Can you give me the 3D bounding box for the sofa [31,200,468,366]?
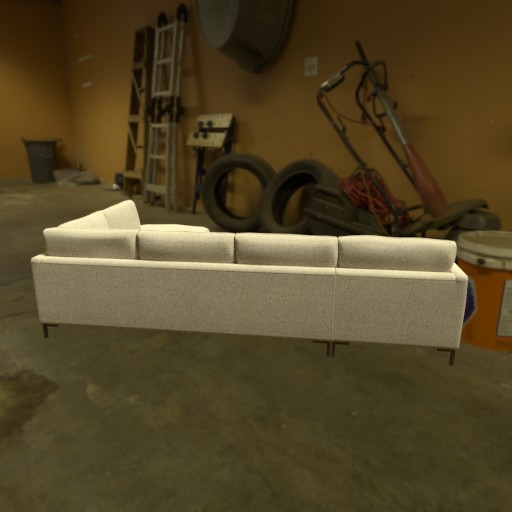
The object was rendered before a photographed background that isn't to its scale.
[{"bbox_3d":[0.000,0.000,3.602,2.737,0.756,1.879,2,16,8],"label":"sofa"}]
